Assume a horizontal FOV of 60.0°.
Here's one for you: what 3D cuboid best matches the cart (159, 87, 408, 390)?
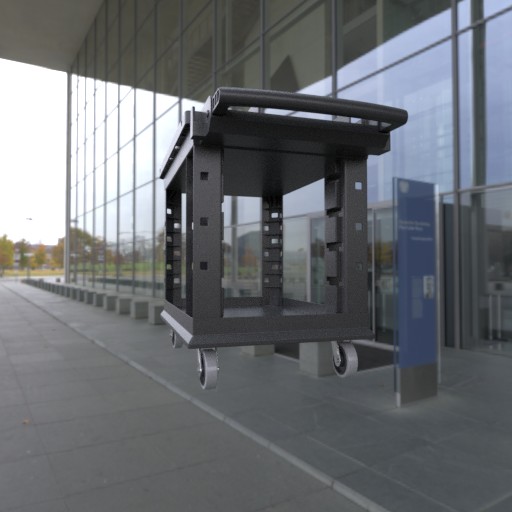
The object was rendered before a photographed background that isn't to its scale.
[{"bbox_3d":[0.000,0.000,1.790,0.674,0.884,1.239,0,-2,-17],"label":"cart"}]
